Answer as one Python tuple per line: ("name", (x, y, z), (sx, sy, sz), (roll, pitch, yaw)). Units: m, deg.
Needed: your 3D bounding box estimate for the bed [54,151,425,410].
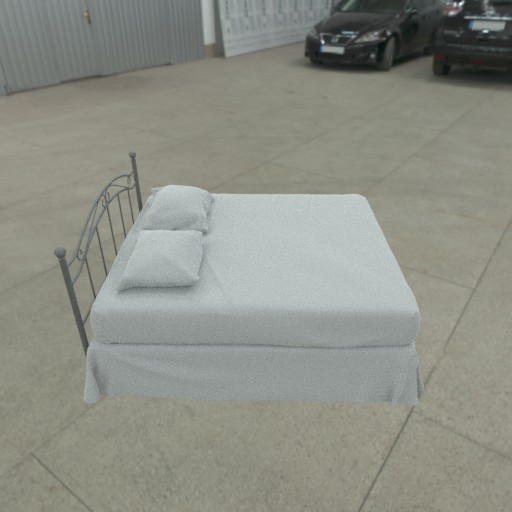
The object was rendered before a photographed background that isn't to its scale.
("bed", (0.000, 0.000, 3.342), (2.215, 1.080, 1.936), (0, 32, 1))
